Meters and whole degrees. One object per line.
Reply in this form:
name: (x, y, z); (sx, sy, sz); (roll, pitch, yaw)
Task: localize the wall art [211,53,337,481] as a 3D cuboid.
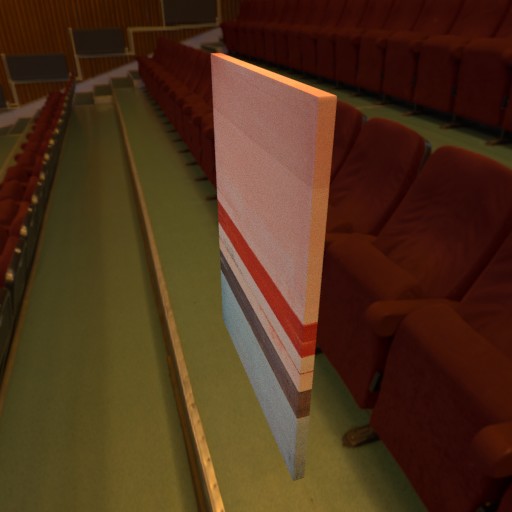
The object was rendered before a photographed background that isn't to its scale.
wall art: (0.000, 0.000, 1.294); (0.039, 1.016, 0.761); (-9, 31, -16)
